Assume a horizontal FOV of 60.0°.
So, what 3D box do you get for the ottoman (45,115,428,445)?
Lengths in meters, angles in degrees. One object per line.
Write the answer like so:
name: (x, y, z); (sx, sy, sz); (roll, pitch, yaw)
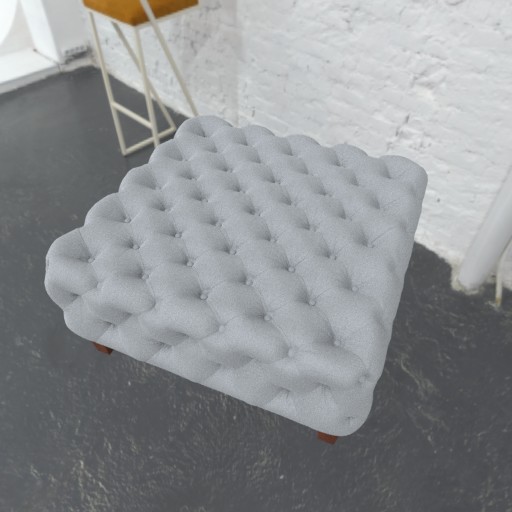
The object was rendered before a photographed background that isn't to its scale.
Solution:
ottoman: (0.000, 0.000, 1.190); (0.764, 0.365, 0.758); (17, 47, 16)
